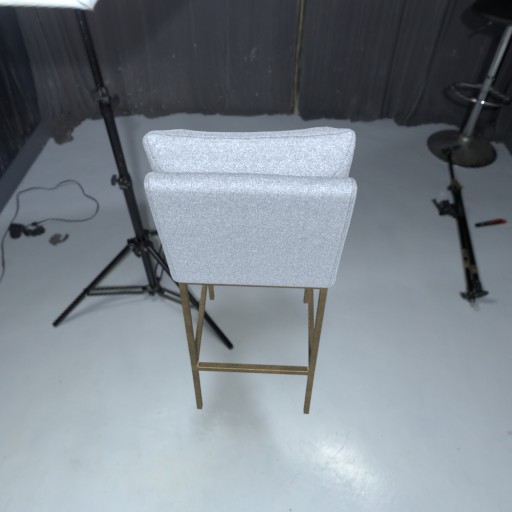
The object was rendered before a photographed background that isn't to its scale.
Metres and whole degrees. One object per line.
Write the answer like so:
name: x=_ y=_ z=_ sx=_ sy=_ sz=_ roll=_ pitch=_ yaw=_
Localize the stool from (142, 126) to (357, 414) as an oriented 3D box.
stool: x=0.000 y=0.000 z=1.426 sx=0.463 sy=1.130 sz=0.569 roll=2 pitch=47 yaw=2
